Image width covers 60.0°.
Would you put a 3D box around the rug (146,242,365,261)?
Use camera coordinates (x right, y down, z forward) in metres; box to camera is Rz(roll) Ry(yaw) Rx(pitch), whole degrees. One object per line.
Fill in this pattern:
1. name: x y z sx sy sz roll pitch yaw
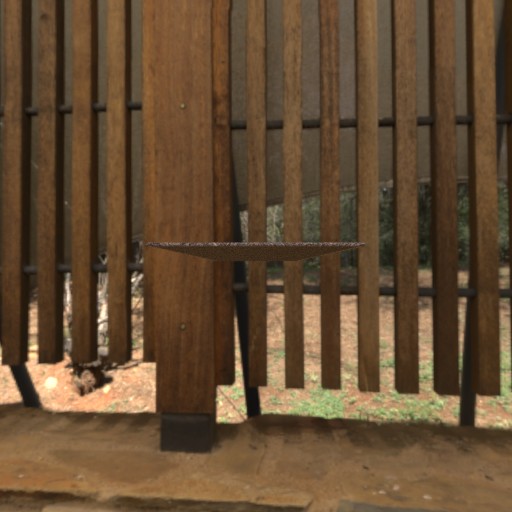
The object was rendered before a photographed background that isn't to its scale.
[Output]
1. rug: 0.000 0.000 2.534 0.691 0.011 2.296 0 -2 0
